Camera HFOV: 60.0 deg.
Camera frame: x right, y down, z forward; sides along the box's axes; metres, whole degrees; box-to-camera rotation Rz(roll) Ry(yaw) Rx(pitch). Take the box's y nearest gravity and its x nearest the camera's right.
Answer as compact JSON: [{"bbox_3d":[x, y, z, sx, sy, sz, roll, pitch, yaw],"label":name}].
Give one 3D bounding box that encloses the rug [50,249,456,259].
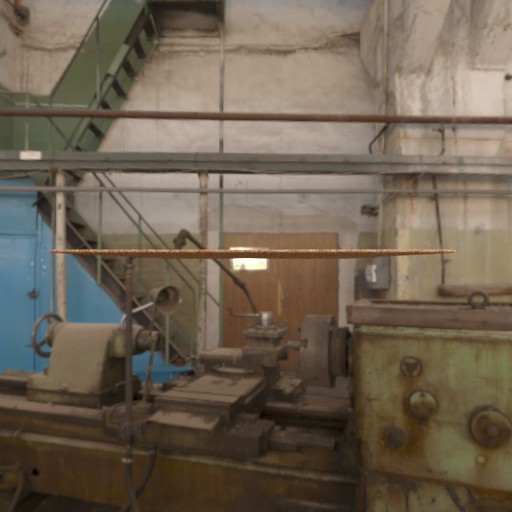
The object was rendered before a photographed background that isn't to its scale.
[{"bbox_3d":[0.000,0.000,2.718,1.566,0.013,2.141,0,-1,0],"label":"rug"}]
